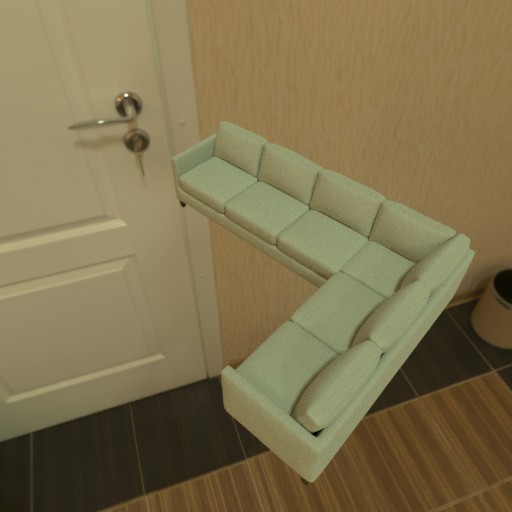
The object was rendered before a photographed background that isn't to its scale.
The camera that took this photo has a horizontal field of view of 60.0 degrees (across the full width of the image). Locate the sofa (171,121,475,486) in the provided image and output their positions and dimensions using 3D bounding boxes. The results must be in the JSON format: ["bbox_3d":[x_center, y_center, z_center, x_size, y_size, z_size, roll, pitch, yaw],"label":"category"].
[{"bbox_3d":[0.000,0.000,4.425,3.333,0.934,2.522,33,55,27],"label":"sofa"}]
